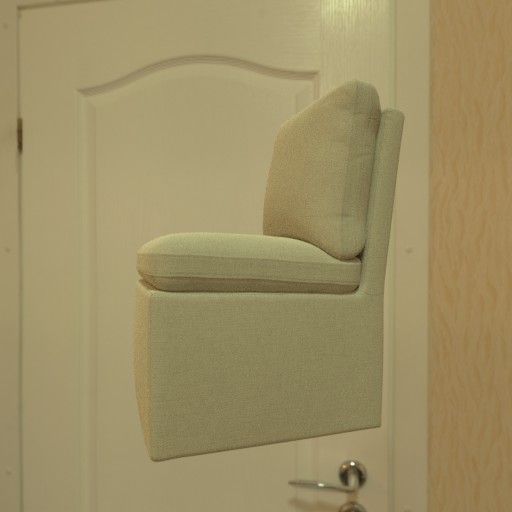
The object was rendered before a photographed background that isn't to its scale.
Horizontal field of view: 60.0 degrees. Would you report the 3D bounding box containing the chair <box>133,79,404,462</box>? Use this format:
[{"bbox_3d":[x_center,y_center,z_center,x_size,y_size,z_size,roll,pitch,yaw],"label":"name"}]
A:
[{"bbox_3d":[0.000,0.000,1.309,0.698,0.927,0.503,0,1,-19],"label":"chair"}]
